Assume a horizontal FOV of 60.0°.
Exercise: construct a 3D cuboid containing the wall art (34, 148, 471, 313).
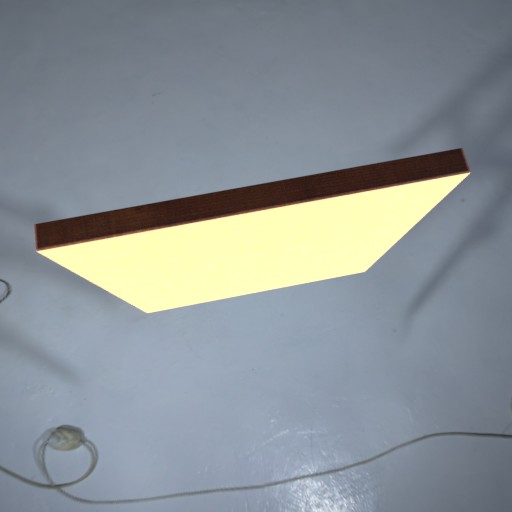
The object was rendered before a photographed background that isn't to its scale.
[{"bbox_3d":[0.000,0.000,0.836,0.554,0.572,0.037,-10,75,-3],"label":"wall art"}]
